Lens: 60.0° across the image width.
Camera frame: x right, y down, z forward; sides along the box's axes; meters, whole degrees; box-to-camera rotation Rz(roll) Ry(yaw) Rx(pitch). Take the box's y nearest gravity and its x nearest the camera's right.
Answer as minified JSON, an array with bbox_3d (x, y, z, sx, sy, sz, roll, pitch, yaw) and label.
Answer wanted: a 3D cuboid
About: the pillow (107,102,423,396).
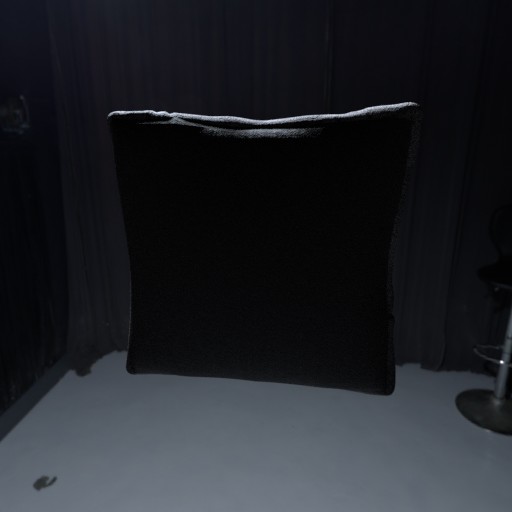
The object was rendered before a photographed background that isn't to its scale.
[{"bbox_3d":[0.000,0.000,0.799,0.522,0.520,0.204,2,17,8],"label":"pillow"}]
